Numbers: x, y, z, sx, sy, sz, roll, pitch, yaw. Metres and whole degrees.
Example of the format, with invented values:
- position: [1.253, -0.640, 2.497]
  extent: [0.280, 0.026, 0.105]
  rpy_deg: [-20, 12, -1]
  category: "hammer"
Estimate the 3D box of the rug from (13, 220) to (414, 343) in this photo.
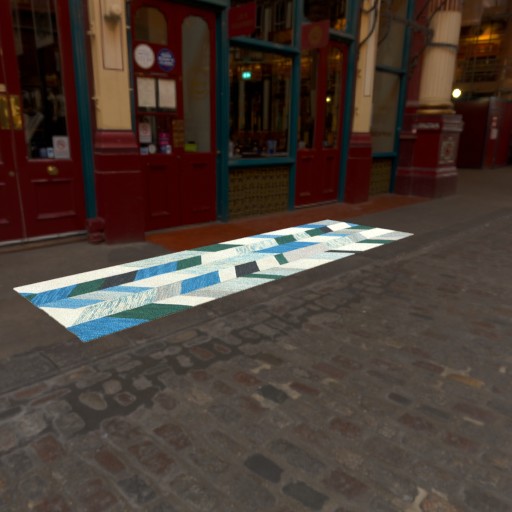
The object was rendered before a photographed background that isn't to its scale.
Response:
- position: [0.000, 0.000, 2.633]
  extent: [2.437, 0.008, 0.774]
  rpy_deg: [-15, 21, -42]
  category: "rug"
